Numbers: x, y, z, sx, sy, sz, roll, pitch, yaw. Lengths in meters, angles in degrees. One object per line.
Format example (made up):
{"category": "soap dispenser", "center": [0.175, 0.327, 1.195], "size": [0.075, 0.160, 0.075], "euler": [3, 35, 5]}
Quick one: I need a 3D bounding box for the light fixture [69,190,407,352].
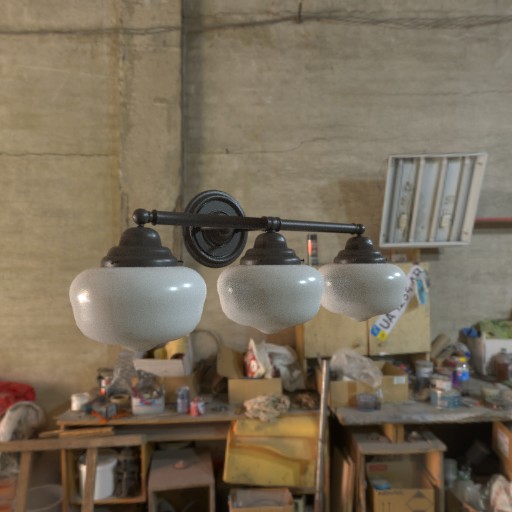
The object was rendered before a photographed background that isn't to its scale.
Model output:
{"category": "light fixture", "center": [0.000, 0.000, 0.715], "size": [0.587, 0.242, 0.239], "euler": [0, 0, -37]}
